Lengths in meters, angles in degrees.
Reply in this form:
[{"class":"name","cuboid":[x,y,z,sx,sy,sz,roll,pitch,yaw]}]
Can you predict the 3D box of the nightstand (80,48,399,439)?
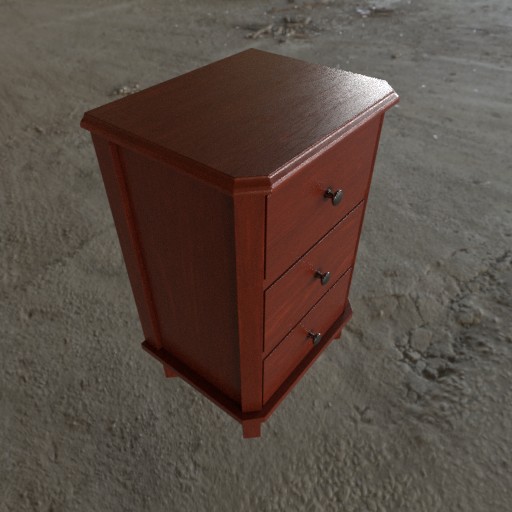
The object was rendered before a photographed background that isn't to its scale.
[{"class":"nightstand","cuboid":[0.000,0.000,0.946,0.351,0.681,0.435,28,48,28]}]
